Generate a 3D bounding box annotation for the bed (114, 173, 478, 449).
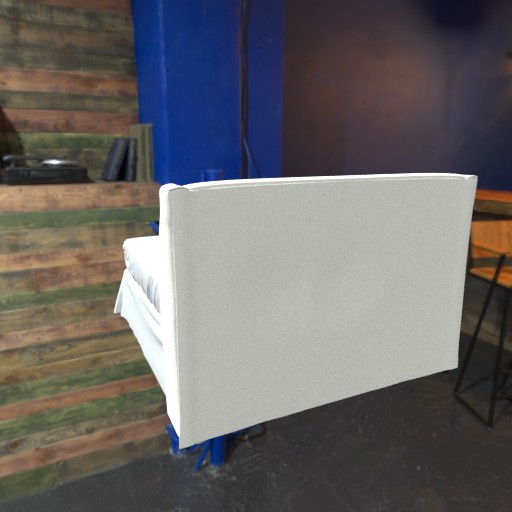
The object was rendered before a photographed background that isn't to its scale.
[{"bbox_3d":[0.000,0.000,3.404,1.925,1.332,2.276,-6,15,-25],"label":"bed"}]
